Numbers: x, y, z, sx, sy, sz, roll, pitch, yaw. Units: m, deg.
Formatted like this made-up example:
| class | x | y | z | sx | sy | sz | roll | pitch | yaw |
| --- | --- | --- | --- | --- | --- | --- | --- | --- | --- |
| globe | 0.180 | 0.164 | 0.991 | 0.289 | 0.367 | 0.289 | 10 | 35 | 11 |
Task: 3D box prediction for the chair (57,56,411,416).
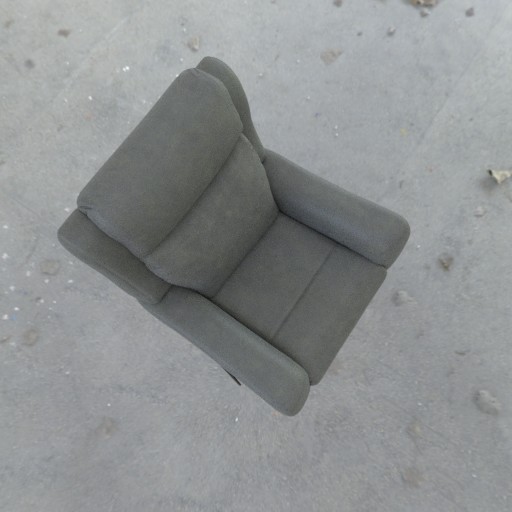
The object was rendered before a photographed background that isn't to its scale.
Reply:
| class | x | y | z | sx | sy | sz | roll | pitch | yaw |
| --- | --- | --- | --- | --- | --- | --- | --- | --- | --- |
| chair | 0.000 | 0.000 | 1.891 | 1.068 | 1.116 | 0.967 | 34 | 78 | 8 |
